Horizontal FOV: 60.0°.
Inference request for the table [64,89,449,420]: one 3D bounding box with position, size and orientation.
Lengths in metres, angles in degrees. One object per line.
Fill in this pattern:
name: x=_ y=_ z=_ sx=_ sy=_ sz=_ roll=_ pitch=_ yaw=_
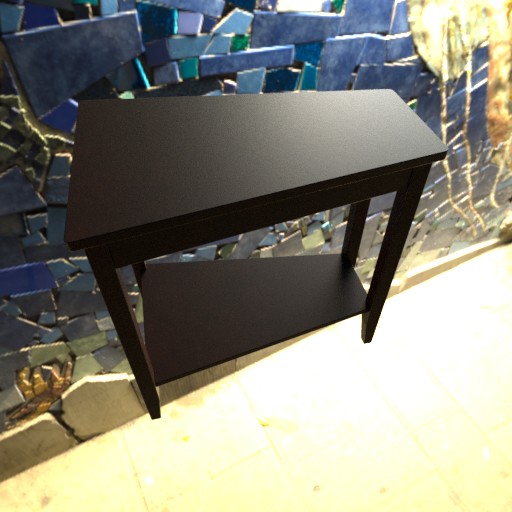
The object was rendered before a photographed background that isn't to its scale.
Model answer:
table: x=0.000 y=0.000 z=0.969 sx=0.605 sy=0.589 sz=0.399 roll=-9 pitch=47 yaw=-9
